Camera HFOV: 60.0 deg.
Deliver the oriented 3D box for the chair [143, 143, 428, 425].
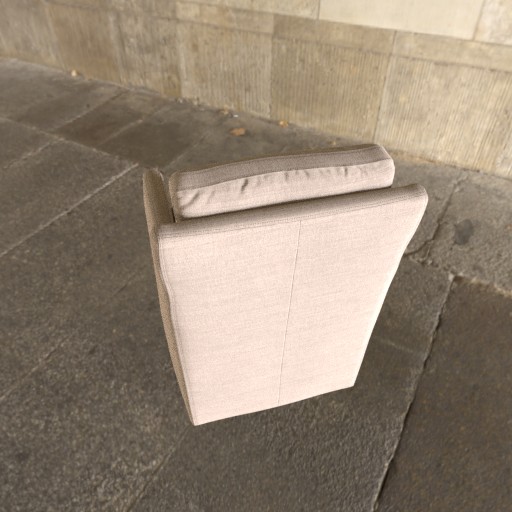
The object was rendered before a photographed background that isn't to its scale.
[{"bbox_3d":[0.000,0.000,1.388,0.626,0.914,0.694,-10,43,-11],"label":"chair"}]
